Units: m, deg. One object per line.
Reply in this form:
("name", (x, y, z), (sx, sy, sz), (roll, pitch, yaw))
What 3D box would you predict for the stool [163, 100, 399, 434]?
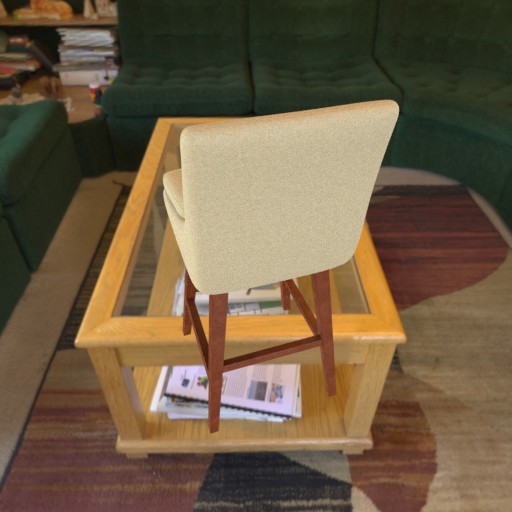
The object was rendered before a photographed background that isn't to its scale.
("stool", (0.000, 0.000, 1.359), (0.470, 1.092, 0.559), (-12, 41, -14))
